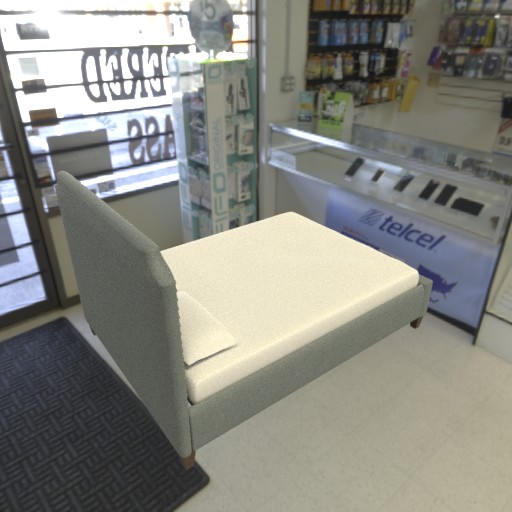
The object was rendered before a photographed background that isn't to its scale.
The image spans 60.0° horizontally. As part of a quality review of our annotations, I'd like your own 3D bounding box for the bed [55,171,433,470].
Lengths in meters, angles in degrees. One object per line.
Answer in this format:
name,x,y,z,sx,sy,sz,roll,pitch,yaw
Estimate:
bed,0.000,0.000,3.445,2.372,1.443,1.712,-20,34,-32
